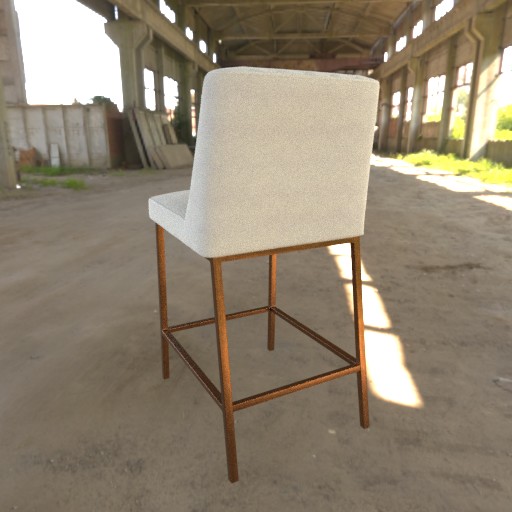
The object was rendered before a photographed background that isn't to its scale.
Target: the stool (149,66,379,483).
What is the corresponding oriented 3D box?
[{"bbox_3d":[0.000,0.000,1.319,0.507,0.973,0.576,-8,18,-28],"label":"stool"}]
